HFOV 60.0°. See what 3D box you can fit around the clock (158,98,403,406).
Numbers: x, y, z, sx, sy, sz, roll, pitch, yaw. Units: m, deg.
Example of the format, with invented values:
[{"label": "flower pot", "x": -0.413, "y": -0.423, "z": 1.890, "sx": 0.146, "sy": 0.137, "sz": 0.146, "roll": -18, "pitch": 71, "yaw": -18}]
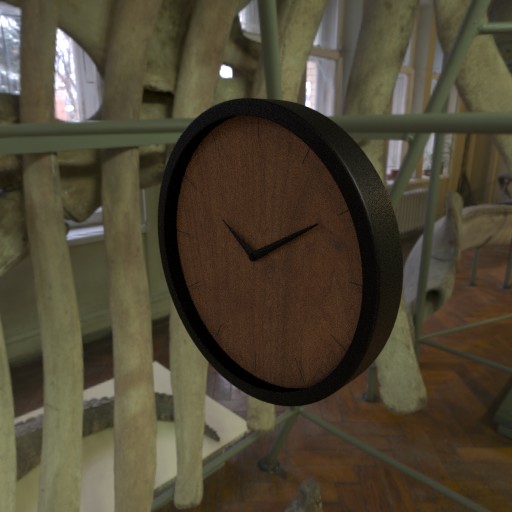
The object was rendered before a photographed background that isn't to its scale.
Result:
[{"label": "clock", "x": 0.000, "y": 0.000, "z": 0.469, "sx": 0.040, "sy": 0.314, "sz": 0.314, "roll": -16, "pitch": 23, "yaw": -43}]
